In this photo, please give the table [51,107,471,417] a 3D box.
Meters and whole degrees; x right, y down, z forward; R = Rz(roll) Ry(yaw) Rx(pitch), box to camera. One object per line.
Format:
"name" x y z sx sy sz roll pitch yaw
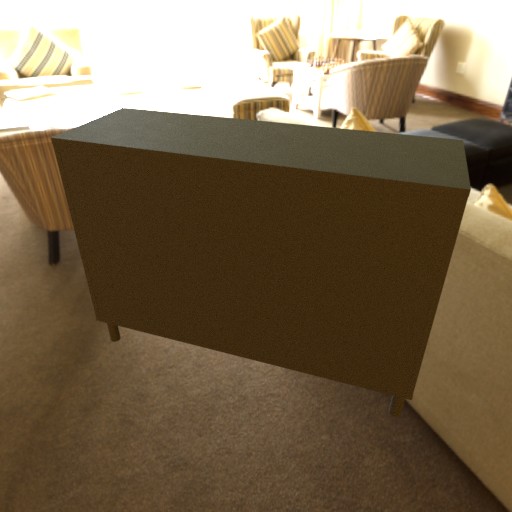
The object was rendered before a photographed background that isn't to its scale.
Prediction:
"table" 0.000 0.000 1.588 1.200 0.855 0.400 10 34 16
